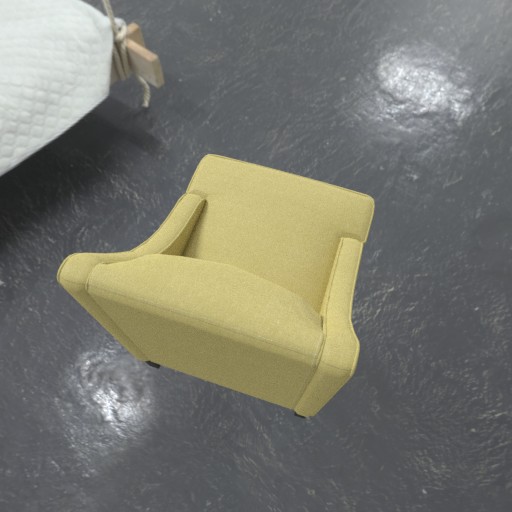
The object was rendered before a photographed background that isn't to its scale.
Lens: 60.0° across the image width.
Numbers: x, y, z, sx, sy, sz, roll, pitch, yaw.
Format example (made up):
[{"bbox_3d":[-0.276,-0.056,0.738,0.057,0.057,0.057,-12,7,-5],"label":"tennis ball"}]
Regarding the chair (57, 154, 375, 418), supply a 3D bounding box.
[{"bbox_3d":[0.000,0.000,1.486,0.696,0.896,0.814,16,65,8],"label":"chair"}]
